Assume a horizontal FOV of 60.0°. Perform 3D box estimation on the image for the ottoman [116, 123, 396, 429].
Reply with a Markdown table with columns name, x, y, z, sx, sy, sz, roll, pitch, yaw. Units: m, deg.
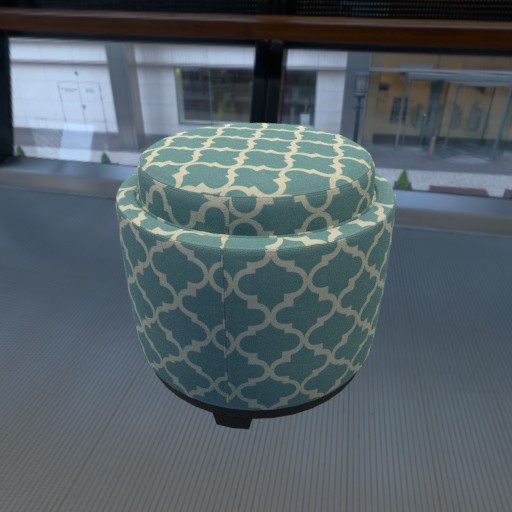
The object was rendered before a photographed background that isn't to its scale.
| name | x | y | z | sx | sy | sz | roll | pitch | yaw |
| --- | --- | --- | --- | --- | --- | --- | --- | --- | --- |
| ottoman | 0.000 | 0.000 | 0.843 | 0.480 | 0.429 | 0.480 | 0 | 30 | 0 |
